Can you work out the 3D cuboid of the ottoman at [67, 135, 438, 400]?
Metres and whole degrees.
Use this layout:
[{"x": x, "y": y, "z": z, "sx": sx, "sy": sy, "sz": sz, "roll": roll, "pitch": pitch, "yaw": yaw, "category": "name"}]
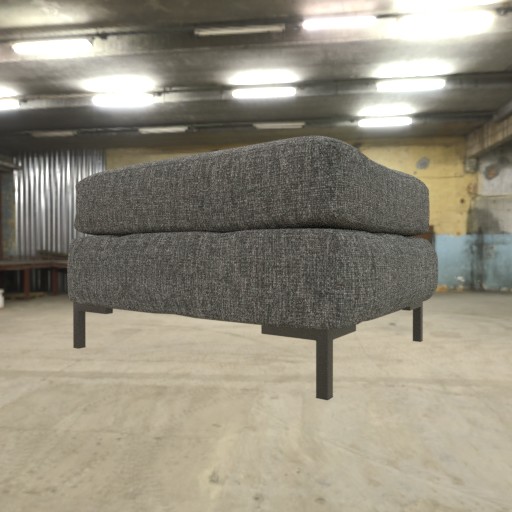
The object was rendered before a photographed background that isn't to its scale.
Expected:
[{"x": 0.000, "y": 0.000, "z": 1.204, "sx": 0.828, "sy": 0.480, "sz": 0.683, "roll": 0, "pitch": 0, "yaw": 35, "category": "ottoman"}]
